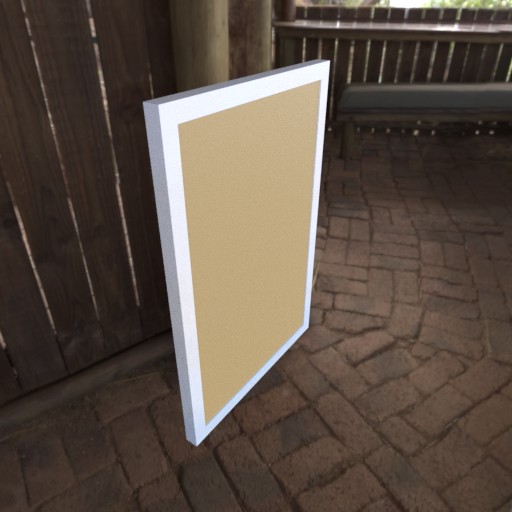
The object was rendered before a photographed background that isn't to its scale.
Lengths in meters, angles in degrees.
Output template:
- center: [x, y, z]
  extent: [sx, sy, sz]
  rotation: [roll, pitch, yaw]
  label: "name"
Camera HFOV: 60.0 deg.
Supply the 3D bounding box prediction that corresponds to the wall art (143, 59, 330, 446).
- center: [0.000, 0.000, 1.203]
  extent: [0.039, 0.915, 0.612]
  rotation: [21, 37, 30]
  label: "wall art"
